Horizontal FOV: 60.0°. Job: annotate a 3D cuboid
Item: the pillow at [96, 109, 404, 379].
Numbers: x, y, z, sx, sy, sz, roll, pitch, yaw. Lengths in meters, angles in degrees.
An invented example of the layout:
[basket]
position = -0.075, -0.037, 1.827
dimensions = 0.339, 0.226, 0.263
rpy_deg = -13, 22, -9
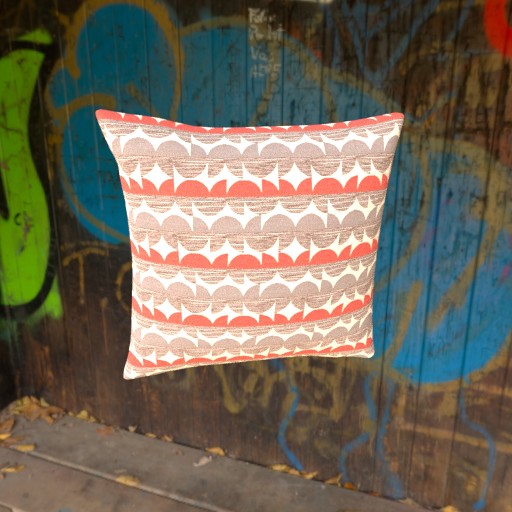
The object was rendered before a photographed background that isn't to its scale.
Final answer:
[pillow]
position = 0.000, 0.000, 0.661
dimensions = 0.420, 0.410, 0.180
rpy_deg = -2, 15, -8
